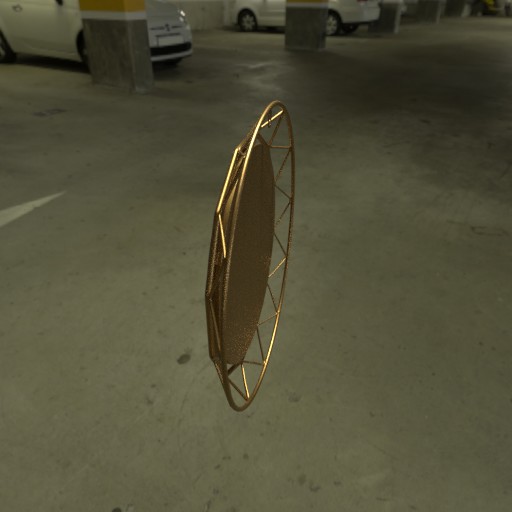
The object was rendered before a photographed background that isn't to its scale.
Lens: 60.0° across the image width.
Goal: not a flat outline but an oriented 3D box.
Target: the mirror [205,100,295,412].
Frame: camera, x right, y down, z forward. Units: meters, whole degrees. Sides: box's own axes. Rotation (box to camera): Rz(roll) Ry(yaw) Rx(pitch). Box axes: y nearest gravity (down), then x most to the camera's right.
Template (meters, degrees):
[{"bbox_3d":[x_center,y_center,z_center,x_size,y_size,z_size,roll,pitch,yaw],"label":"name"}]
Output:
[{"bbox_3d":[0.000,0.000,0.683,0.043,0.454,0.454,7,32,12],"label":"mirror"}]
